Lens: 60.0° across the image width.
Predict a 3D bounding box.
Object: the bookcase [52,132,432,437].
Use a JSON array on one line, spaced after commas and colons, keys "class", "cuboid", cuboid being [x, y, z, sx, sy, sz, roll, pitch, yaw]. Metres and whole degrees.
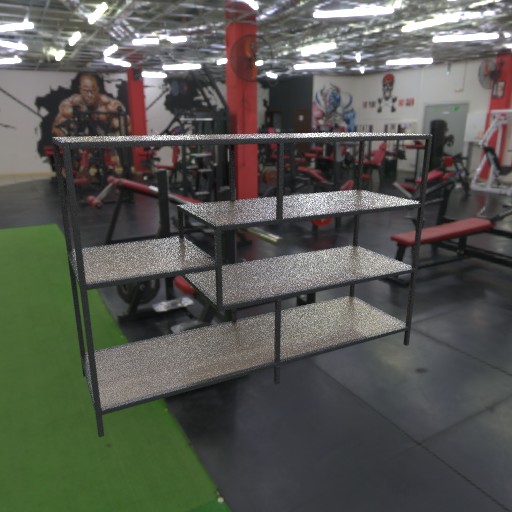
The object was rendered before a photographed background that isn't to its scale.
[{"class": "bookcase", "cuboid": [0.000, 0.000, 1.488, 1.140, 0.780, 0.350, -9, 19, -26]}]
